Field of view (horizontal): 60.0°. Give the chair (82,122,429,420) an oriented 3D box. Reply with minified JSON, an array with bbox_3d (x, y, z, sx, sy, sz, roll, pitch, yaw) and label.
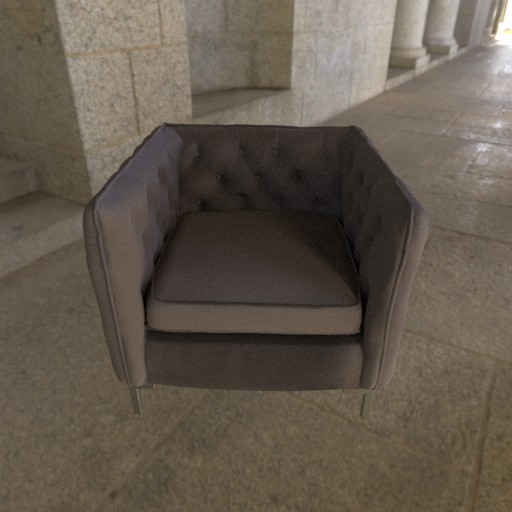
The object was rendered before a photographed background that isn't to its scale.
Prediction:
[{"bbox_3d":[0.000,0.000,1.689,0.946,0.807,0.913,1,30,1],"label":"chair"}]
